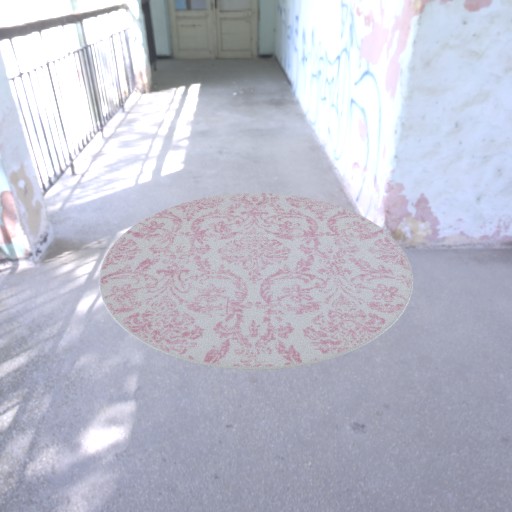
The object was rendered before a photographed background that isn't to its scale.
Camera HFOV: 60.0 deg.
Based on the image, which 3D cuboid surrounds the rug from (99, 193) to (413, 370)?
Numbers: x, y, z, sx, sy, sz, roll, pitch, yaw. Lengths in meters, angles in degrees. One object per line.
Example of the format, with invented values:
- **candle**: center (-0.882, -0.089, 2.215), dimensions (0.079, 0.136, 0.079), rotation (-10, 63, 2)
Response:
- **rug**: center (0.000, 0.000, 2.345), dimensions (1.593, 0.012, 1.593), rotation (0, 33, 0)
